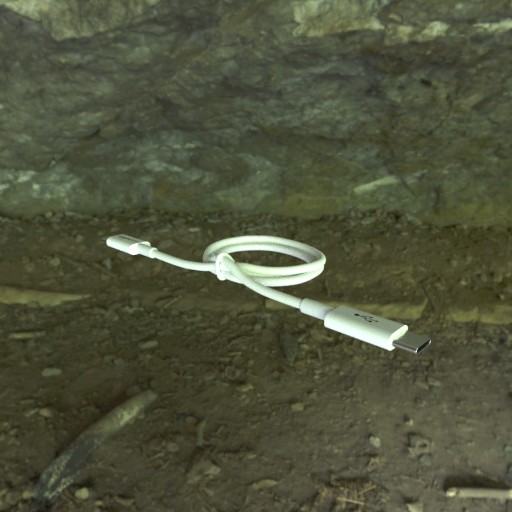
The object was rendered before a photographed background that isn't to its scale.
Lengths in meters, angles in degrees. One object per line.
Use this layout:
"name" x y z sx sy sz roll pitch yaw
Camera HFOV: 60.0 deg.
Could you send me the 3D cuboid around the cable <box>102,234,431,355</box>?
"cable" 0.000 0.000 0.229 0.203 0.014 0.070 15 23 41
